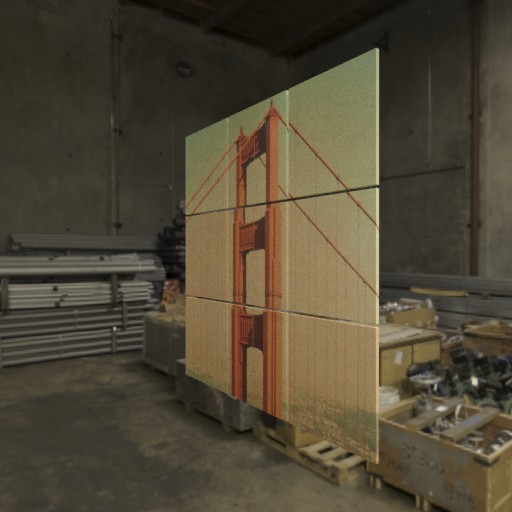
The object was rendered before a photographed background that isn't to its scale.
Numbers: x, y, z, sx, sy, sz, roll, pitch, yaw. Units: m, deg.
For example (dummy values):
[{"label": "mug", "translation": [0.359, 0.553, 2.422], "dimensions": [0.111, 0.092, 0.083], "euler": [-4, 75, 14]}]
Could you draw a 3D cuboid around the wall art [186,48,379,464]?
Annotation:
[{"label": "wall art", "translation": [0.000, 0.000, 1.792], "dimensions": [0.013, 1.219, 1.214], "euler": [0, 0, -36]}]
